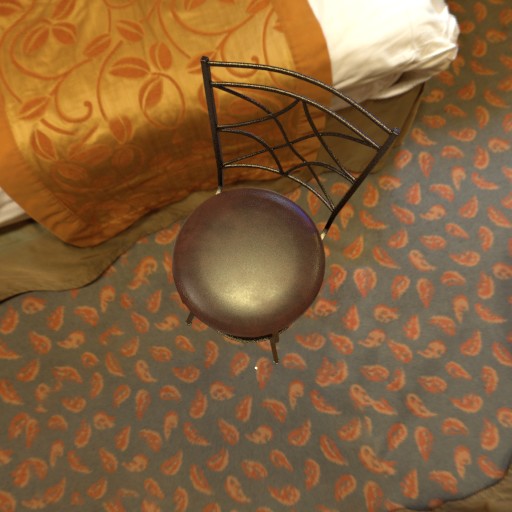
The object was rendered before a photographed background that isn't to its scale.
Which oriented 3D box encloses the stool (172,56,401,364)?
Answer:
[{"bbox_3d":[0.000,0.000,1.388,0.434,1.117,0.534,23,77,6],"label":"stool"}]
